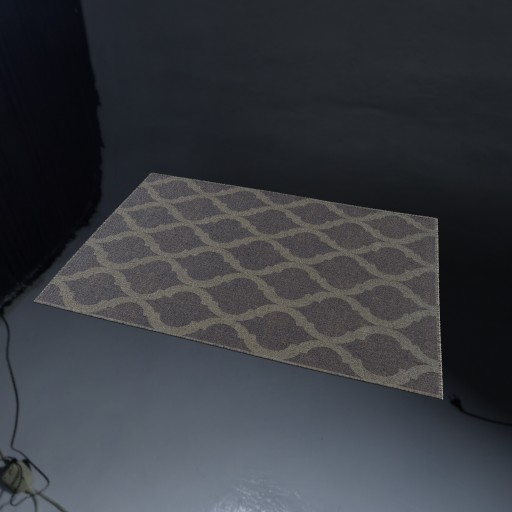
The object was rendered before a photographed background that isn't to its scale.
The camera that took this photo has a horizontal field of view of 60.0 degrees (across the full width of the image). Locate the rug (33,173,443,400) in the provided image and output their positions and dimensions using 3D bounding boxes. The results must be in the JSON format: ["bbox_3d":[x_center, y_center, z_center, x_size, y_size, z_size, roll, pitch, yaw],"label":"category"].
[{"bbox_3d":[0.000,0.000,2.889,2.284,0.008,1.522,11,42,12],"label":"rug"}]
